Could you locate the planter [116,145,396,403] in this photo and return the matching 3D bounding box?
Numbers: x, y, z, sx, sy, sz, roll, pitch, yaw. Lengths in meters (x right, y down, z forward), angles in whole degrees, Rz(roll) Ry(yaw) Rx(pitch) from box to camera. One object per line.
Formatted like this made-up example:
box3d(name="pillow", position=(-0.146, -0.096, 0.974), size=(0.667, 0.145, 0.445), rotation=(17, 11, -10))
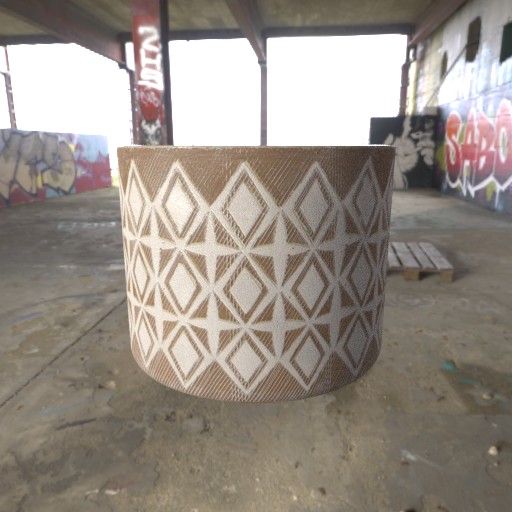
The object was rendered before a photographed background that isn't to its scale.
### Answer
box3d(name="planter", position=(0.000, 0.000, 0.340), size=(0.193, 0.165, 0.193), rotation=(0, 14, 0))
